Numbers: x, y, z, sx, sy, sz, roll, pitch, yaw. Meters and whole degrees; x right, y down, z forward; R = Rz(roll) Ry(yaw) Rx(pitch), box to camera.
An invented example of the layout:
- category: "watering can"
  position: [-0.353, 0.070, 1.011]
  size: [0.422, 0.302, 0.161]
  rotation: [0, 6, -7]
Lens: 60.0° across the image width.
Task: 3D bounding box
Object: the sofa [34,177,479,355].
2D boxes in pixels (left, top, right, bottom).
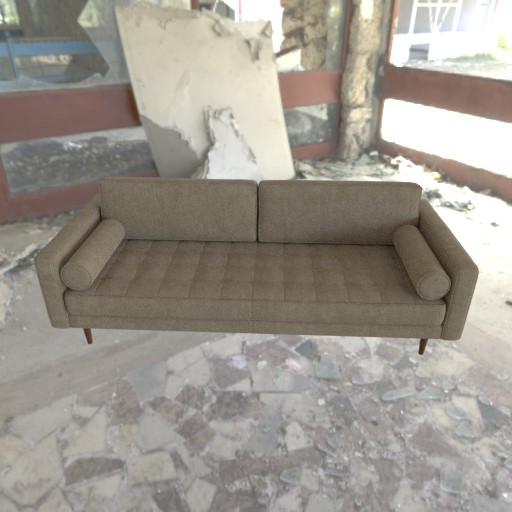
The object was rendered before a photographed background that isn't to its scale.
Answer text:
- category: "sofa"
  position: [0.000, 0.000, 2.617]
  size: [2.200, 0.770, 0.919]
  rotation: [1, 29, 2]
